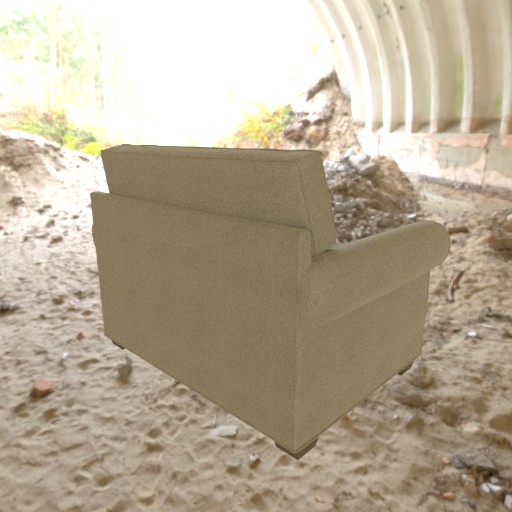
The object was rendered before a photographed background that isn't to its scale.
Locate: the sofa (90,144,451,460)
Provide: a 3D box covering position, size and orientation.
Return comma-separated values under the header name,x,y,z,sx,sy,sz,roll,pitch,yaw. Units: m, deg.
name,x,y,z,sx,sy,sz,roll,pitch,yaw
sofa,0.000,0.000,2.027,1.405,0.991,0.936,15,21,42
